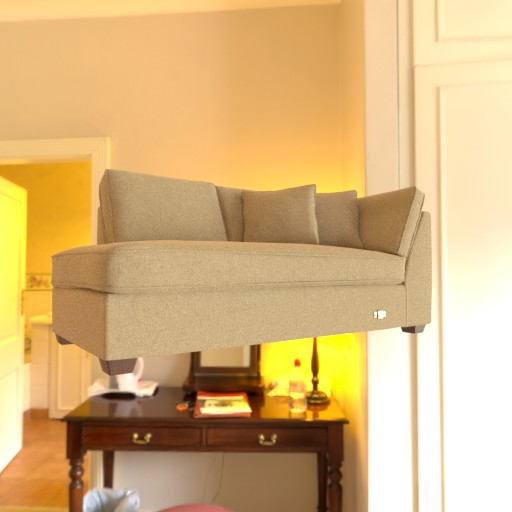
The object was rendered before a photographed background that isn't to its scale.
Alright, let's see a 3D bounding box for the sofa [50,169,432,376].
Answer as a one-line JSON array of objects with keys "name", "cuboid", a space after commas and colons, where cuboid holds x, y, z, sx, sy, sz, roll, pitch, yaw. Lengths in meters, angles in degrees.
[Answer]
[{"name": "sofa", "cuboid": [0.000, 0.000, 2.813, 2.237, 1.033, 1.110, 1, -2, -35]}]
